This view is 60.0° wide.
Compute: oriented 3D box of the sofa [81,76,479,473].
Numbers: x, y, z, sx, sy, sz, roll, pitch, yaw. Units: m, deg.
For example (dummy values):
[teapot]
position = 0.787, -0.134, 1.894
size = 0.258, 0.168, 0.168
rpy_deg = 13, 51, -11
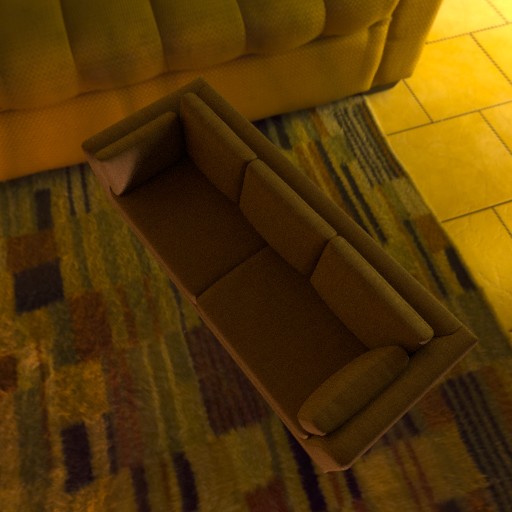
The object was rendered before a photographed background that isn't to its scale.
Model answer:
[sofa]
position = 0.000, 0.000, 2.802
size = 0.969, 0.867, 2.415
rpy_deg = -36, 69, -16
